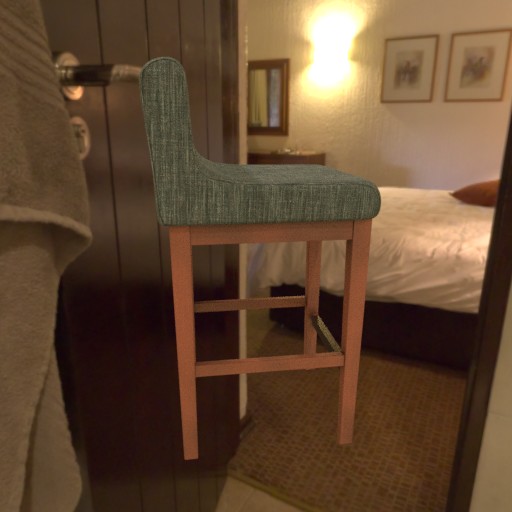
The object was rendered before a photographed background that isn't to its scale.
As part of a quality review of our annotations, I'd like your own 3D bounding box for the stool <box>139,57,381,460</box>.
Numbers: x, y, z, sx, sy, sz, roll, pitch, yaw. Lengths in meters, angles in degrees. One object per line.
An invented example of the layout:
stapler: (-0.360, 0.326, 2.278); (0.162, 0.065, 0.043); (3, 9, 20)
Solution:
stool: (0.000, 0.000, 1.065); (0.459, 0.835, 0.395); (-2, 17, -8)
